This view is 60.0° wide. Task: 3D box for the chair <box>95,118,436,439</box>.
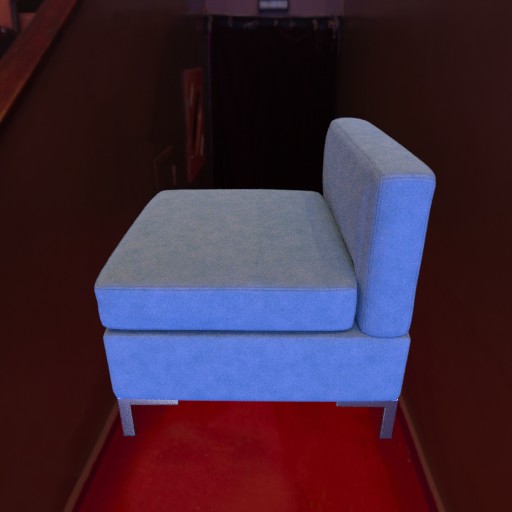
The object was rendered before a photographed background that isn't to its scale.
[{"bbox_3d":[0.000,0.000,1.223,0.685,0.660,0.684,0,26,1],"label":"chair"}]
